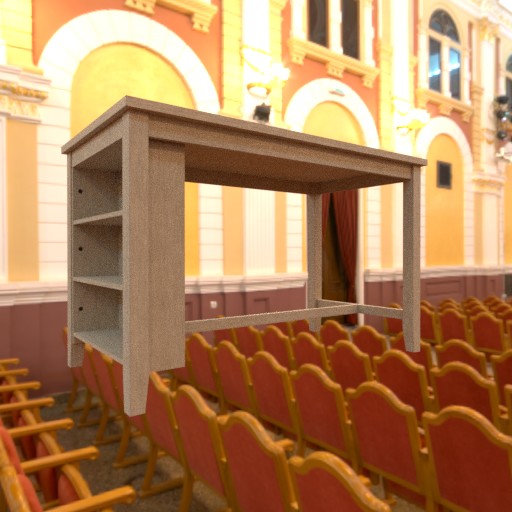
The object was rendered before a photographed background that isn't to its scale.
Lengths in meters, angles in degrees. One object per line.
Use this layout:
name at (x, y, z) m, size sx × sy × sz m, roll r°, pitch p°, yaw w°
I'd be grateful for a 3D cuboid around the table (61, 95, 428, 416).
table at (0.000, 0.000, 1.896) m, size 1.397 × 0.874 × 0.729 m, roll 0°, pitch 1°, yaw -36°
